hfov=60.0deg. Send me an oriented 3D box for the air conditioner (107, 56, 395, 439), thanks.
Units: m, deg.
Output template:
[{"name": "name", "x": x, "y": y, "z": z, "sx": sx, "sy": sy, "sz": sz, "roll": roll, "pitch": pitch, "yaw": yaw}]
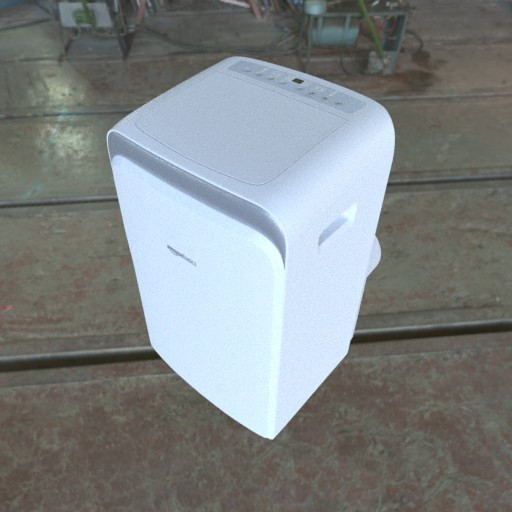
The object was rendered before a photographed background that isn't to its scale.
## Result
[{"name": "air conditioner", "x": 0.000, "y": 0.000, "z": 1.058, "sx": 0.478, "sy": 0.765, "sz": 0.467, "roll": 30, "pitch": 53, "yaw": 26}]
